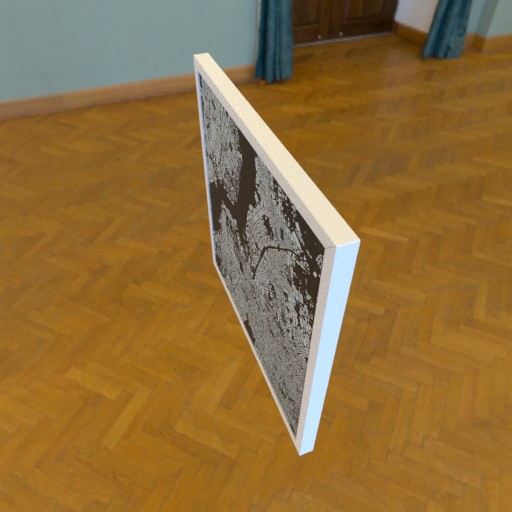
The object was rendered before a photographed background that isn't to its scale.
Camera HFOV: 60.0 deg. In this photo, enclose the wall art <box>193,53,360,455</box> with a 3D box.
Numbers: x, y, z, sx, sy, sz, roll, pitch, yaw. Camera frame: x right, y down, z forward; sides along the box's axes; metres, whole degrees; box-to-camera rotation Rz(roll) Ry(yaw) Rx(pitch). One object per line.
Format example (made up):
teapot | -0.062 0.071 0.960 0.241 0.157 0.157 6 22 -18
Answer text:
wall art | 0.000 0.000 1.155 0.050 0.762 0.761 -15 47 -15
